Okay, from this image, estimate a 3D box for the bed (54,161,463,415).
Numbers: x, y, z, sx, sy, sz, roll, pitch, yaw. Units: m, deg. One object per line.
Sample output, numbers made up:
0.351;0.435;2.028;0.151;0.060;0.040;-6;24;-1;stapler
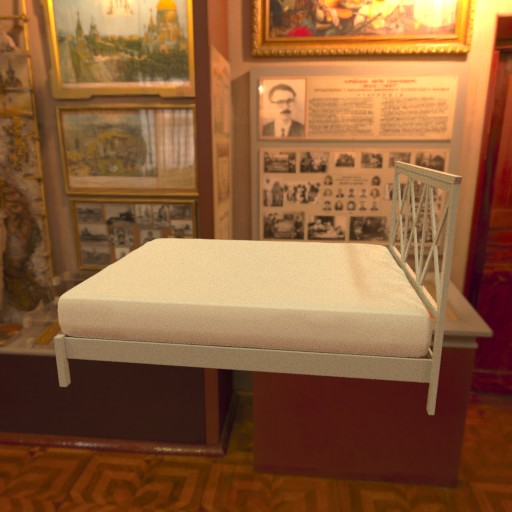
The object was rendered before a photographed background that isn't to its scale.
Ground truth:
0.000;0.000;3.124;2.135;1.253;1.673;2;15;7;bed
